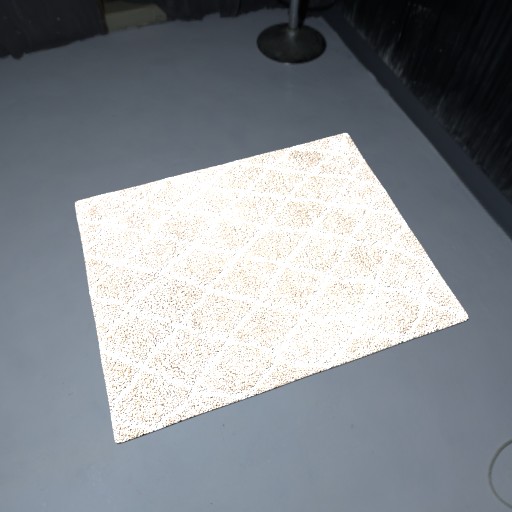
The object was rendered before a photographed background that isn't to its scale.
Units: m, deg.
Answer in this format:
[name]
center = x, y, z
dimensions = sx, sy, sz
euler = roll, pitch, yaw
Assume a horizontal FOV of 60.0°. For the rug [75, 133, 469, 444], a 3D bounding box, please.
[rug]
center = 0.000, 0.000, 4.152
dimensions = 3.047, 0.029, 2.438
euler = -16, 59, -10
